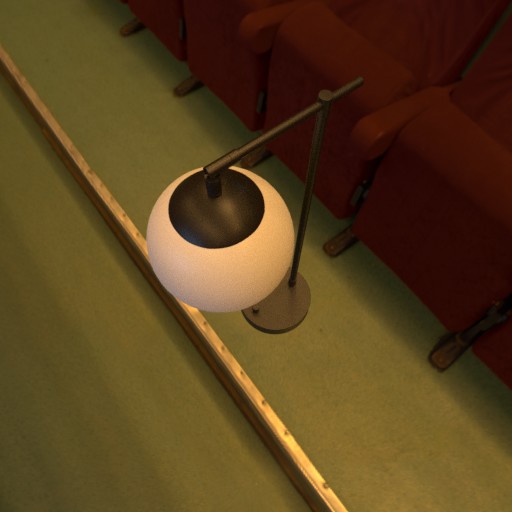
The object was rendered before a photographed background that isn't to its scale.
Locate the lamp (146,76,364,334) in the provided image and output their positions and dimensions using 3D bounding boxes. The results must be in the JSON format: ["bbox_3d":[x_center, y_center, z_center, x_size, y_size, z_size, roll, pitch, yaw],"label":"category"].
[{"bbox_3d":[0.000,0.000,0.723,0.316,0.559,0.197,-35,68,-16],"label":"lamp"}]
